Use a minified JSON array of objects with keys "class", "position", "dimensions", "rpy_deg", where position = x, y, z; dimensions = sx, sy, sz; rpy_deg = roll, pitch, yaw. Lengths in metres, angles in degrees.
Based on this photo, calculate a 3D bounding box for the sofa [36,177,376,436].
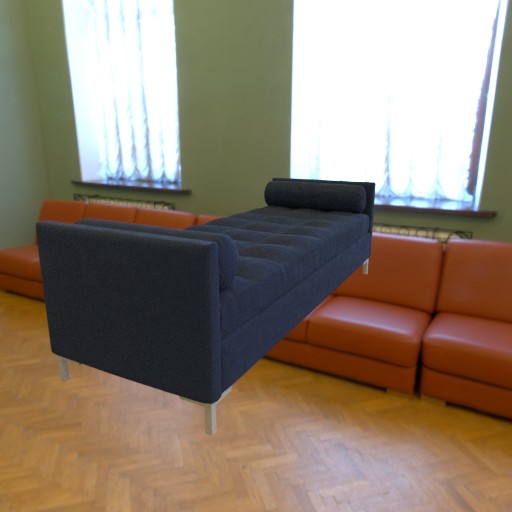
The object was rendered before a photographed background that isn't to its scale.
[{"class":"sofa","position":[0.000,0.000,2.428],"dimensions":[0.797,0.657,2.102],"rpy_deg":[8,17,27]}]
